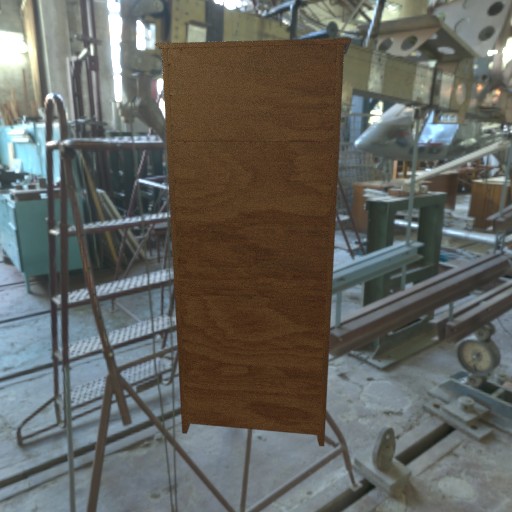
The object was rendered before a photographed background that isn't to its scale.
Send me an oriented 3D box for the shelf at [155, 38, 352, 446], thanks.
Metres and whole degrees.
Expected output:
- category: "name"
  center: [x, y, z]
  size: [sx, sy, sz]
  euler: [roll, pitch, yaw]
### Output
- category: "shelf"
  center: [0.000, 0.000, 2.213]
  size: [0.805, 1.905, 0.335]
  euler: [2, 16, 8]
